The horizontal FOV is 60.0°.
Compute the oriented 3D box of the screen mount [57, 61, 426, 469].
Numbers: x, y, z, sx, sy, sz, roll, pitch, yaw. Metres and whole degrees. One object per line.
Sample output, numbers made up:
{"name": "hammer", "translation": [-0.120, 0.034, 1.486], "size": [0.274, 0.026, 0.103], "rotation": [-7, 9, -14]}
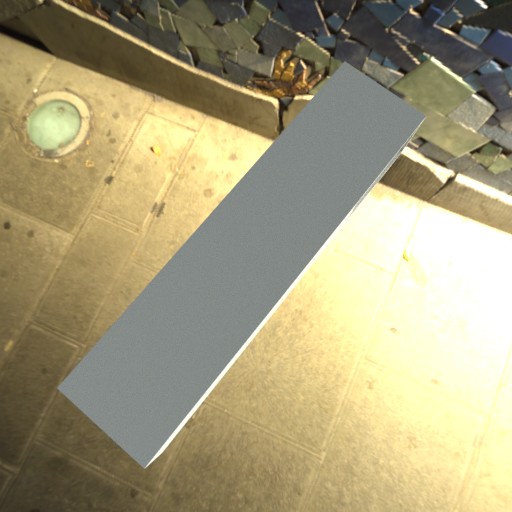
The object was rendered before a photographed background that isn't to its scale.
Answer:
{"name": "screen mount", "translation": [0.000, 0.000, 1.829], "size": [0.399, 0.432, 1.644], "rotation": [38, 79, 9]}
